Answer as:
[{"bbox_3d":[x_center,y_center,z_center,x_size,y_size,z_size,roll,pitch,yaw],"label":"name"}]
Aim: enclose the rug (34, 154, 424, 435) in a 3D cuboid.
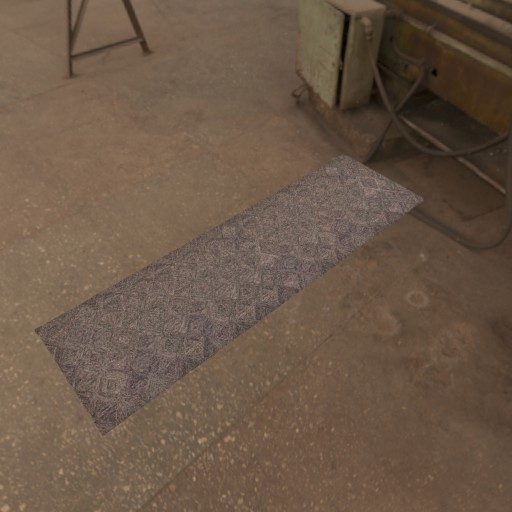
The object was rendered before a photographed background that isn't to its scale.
[{"bbox_3d":[0.000,0.000,2.514,2.296,0.011,0.691,-33,55,-27],"label":"rug"}]
